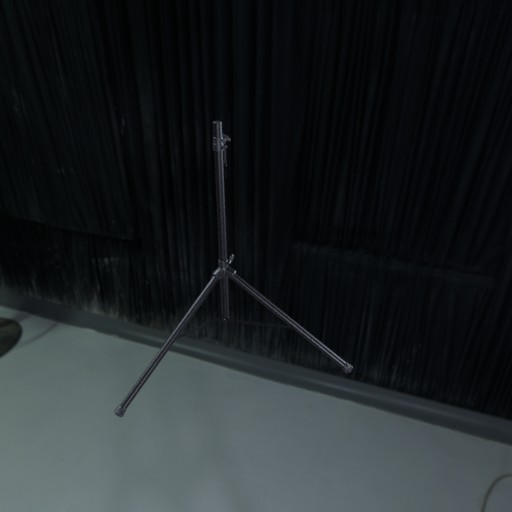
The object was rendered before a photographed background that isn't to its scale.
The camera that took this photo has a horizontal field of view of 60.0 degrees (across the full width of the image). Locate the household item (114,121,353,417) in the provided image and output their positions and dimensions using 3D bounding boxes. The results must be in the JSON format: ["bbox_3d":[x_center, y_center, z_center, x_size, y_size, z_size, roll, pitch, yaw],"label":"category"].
[{"bbox_3d":[0.000,0.000,2.739,1.339,1.595,1.596,9,31,16],"label":"household item"}]
